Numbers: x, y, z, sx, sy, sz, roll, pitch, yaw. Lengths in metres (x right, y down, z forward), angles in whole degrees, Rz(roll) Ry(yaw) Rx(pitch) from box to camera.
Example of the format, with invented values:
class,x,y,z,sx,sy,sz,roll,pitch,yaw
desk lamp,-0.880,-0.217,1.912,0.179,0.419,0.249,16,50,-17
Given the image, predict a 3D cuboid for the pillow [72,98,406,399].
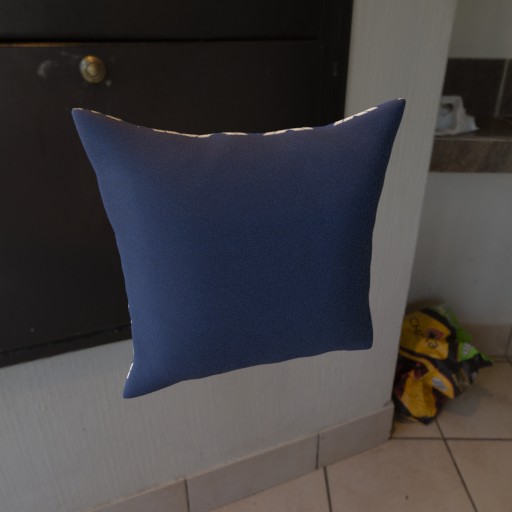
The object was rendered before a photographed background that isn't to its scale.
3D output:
class,x,y,z,sx,sy,sz,roll,pitch,yaw
pillow,0.000,0.000,0.750,0.504,0.494,0.188,-8,26,-16
